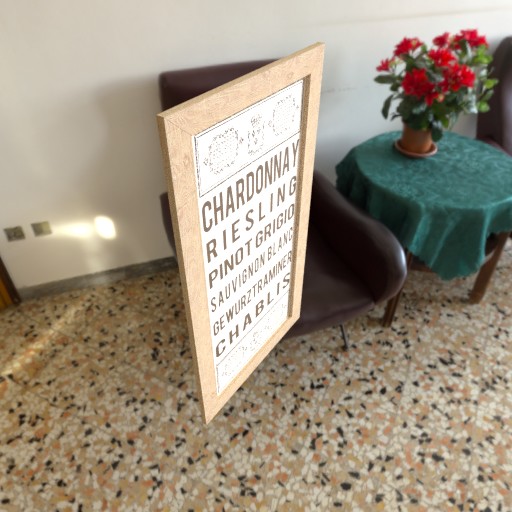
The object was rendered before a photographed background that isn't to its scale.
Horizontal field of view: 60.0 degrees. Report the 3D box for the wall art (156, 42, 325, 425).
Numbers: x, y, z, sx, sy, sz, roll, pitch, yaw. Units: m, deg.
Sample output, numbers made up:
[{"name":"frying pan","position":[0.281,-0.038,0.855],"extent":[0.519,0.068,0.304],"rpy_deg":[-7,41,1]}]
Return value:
[{"name":"wall art","position":[0.000,0.000,0.851],"extent":[0.013,0.683,0.381],"rpy_deg":[25,46,27]}]
